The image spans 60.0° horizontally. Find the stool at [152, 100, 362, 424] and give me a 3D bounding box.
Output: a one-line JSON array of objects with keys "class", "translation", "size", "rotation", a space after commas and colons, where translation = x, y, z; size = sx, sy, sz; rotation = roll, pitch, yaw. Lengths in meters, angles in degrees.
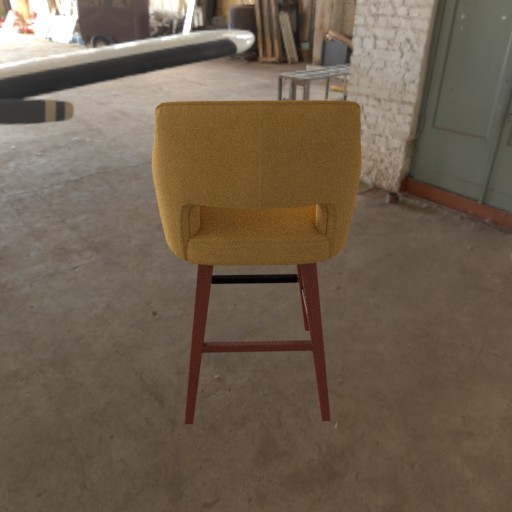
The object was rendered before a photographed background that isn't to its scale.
[{"class": "stool", "translation": [0.000, 0.000, 1.357], "size": [0.548, 1.012, 0.558], "rotation": [-1, 30, -1]}]
